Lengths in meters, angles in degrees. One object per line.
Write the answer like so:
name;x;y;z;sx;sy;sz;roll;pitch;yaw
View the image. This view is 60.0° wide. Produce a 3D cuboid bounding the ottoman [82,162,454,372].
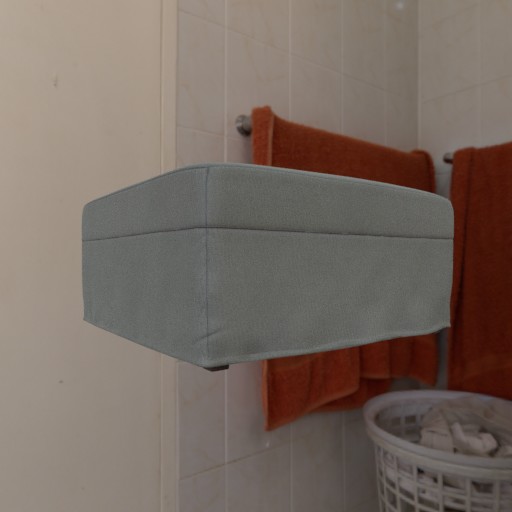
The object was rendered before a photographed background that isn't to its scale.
ottoman;0.000;0.000;1.356;0.842;0.441;0.843;0;-1;-36
